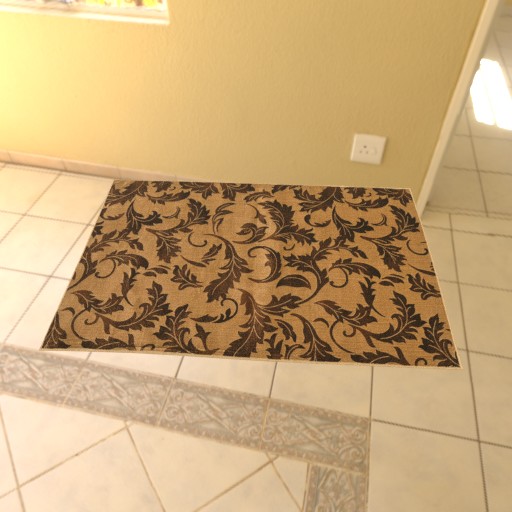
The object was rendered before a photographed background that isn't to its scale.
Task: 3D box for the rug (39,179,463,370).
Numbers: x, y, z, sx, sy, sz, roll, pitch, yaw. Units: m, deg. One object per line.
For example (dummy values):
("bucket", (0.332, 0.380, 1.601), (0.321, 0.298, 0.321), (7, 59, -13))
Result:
("rug", (0.000, 0.000, 2.880), (2.284, 0.008, 1.522), (2, 47, 2))
